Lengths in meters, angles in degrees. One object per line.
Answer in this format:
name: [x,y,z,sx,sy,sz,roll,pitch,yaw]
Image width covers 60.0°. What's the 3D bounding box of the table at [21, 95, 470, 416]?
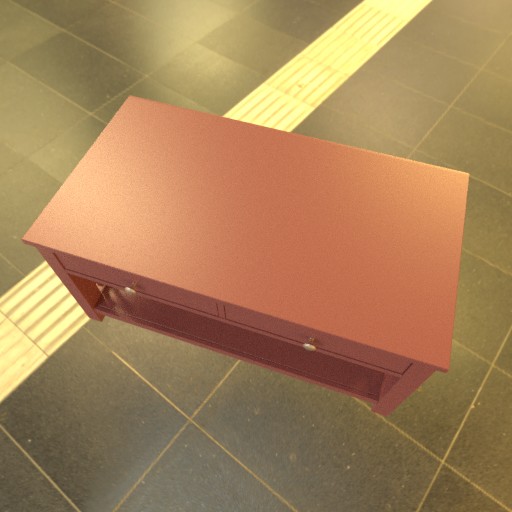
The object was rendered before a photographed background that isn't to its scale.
table: [0.000,0.000,1.395,1.068,0.493,0.612,16,59,10]
